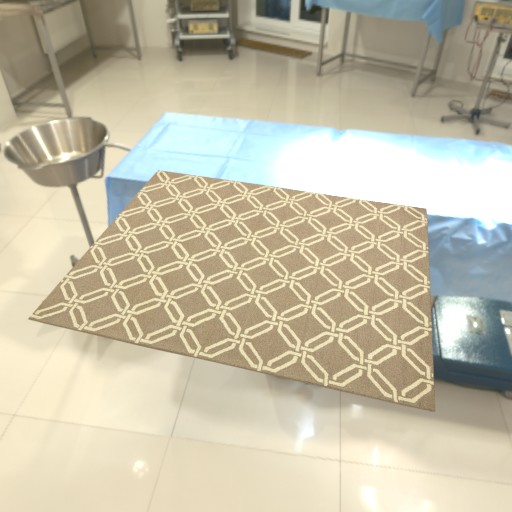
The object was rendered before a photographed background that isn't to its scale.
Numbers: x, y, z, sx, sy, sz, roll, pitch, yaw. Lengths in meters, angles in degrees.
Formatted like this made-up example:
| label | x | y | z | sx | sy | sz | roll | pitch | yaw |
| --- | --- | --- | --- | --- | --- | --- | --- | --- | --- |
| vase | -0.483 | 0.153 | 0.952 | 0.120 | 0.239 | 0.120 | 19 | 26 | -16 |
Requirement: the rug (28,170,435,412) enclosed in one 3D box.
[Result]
| label | x | y | z | sx | sy | sz | roll | pitch | yaw |
| --- | --- | --- | --- | --- | --- | --- | --- | --- | --- |
| rug | 0.000 | 0.000 | 3.845 | 2.895 | 0.018 | 2.288 | 10 | 41 | 11 |
